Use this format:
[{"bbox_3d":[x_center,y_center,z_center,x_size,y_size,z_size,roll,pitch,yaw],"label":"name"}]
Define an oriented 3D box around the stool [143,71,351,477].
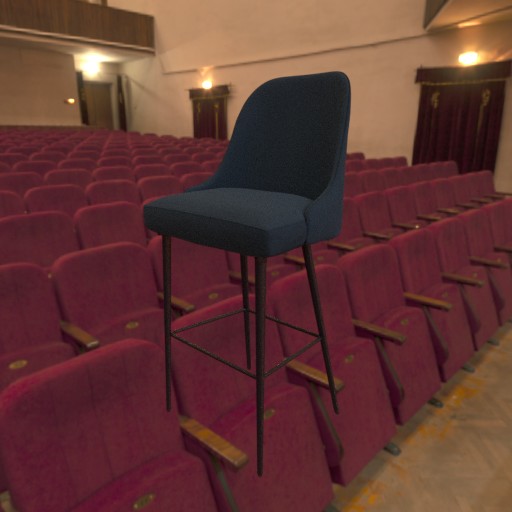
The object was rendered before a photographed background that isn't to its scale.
[{"bbox_3d":[0.000,0.000,1.358,0.527,1.079,0.489,14,21,42],"label":"stool"}]
